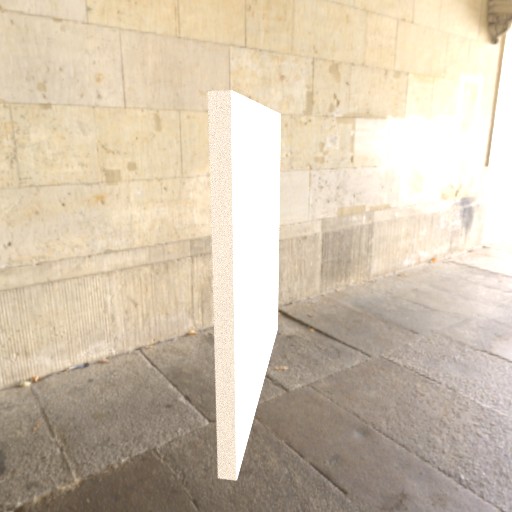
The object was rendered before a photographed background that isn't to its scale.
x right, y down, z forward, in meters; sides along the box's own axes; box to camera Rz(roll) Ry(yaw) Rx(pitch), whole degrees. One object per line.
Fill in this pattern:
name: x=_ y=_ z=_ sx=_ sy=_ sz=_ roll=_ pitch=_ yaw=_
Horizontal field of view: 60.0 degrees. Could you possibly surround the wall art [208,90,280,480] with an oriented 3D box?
wall art: x=0.000 y=0.000 z=1.186 sx=0.040 sy=0.762 sz=0.762 roll=2 pitch=15 yaw=9
